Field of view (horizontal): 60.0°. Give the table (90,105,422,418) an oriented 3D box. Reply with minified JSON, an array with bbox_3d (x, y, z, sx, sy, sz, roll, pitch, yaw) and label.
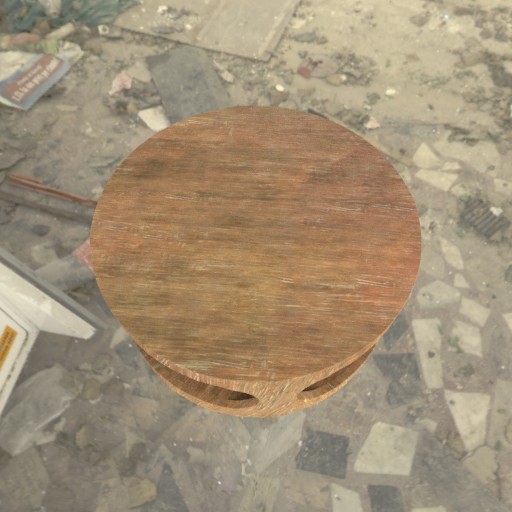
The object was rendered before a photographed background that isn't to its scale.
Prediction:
[{"bbox_3d":[0.000,0.000,1.518,0.974,0.450,0.974,0,60,0],"label":"table"}]
